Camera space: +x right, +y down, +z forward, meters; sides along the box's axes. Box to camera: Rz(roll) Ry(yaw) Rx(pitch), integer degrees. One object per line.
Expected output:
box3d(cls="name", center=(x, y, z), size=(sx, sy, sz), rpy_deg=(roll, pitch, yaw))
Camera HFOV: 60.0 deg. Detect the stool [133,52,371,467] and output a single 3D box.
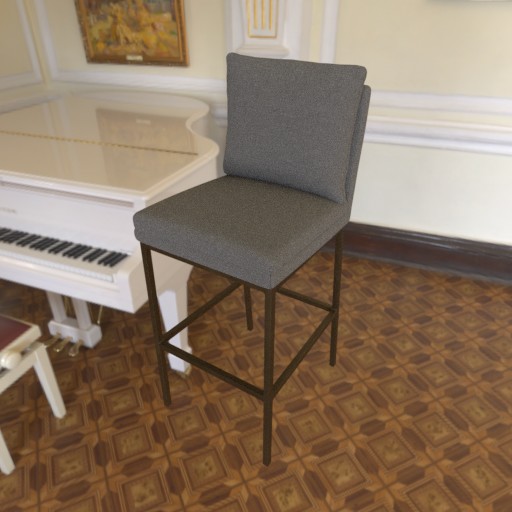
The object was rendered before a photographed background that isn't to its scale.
box3d(cls="stool", center=(0.000, 0.000, 1.408), size=(0.463, 1.132, 0.569), rpy_deg=(18, 35, 28))
